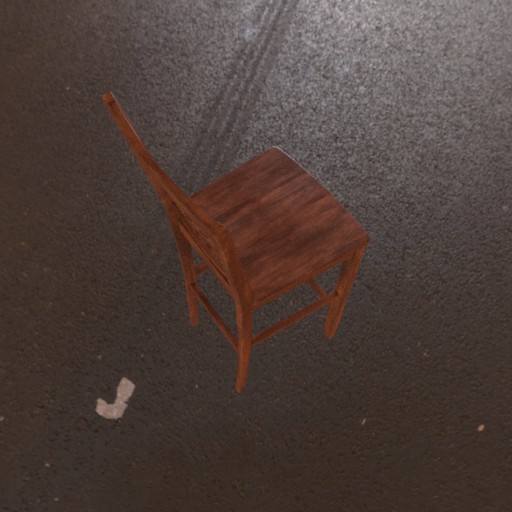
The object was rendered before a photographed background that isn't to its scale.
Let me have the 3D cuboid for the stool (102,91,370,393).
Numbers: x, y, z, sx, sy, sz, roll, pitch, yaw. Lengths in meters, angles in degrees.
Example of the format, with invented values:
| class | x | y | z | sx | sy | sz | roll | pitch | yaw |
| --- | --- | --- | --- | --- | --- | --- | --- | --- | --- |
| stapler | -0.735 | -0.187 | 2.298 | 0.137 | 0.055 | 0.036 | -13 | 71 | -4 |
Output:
| class | x | y | z | sx | sy | sz | roll | pitch | yaw |
| --- | --- | --- | --- | --- | --- | --- | --- | --- | --- |
| stool | 0.000 | 0.000 | 1.342 | 0.487 | 1.105 | 0.433 | -31 | 63 | -18 |
